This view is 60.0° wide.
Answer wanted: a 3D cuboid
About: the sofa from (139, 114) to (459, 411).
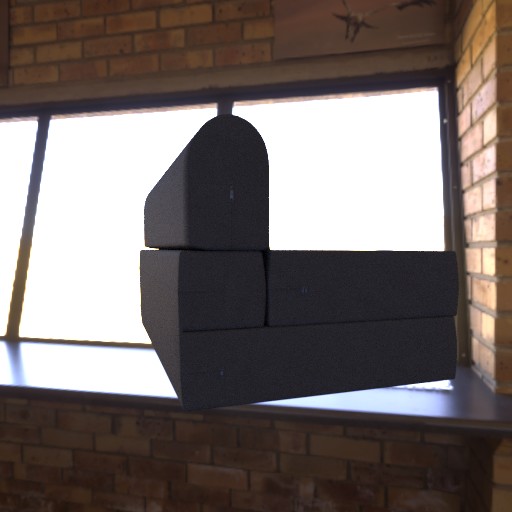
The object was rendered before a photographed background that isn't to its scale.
[{"bbox_3d":[0.000,0.000,1.645,0.762,0.660,1.219,0,1,-19],"label":"sofa"}]
